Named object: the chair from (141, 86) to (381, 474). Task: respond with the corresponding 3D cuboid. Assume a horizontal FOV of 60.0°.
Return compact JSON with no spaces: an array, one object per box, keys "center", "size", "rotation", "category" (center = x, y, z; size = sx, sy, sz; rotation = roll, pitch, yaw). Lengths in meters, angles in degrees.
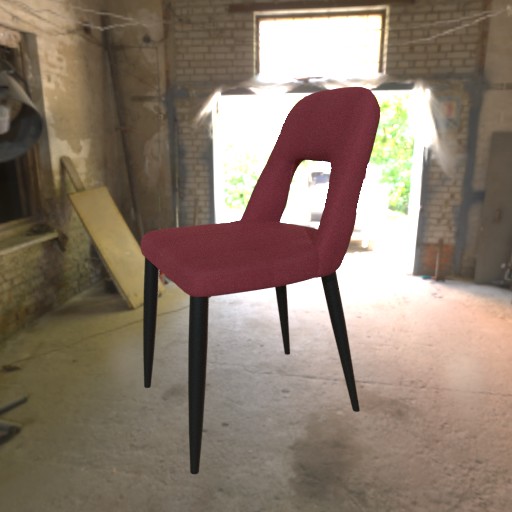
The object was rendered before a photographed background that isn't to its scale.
[{"center":[0.000,0.000,1.222],"size":[0.569,0.892,0.483],"rotation":[-8,17,-27],"category":"chair"}]
